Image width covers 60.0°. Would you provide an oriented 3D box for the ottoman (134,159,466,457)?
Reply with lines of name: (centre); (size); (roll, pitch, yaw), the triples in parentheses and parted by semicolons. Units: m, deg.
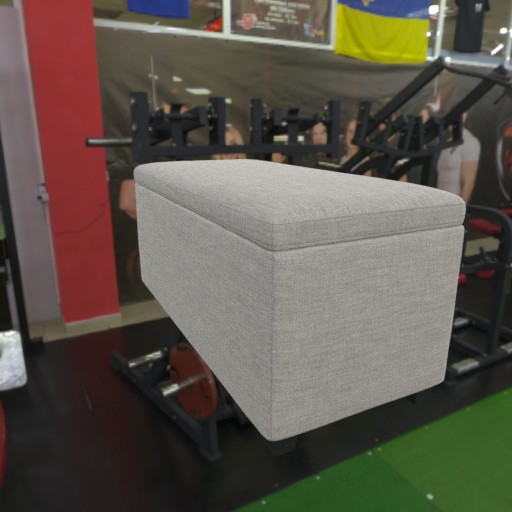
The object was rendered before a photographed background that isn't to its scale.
ottoman: (0.000, 0.000, 1.116); (0.419, 0.432, 0.902); (-8, 18, -26)
